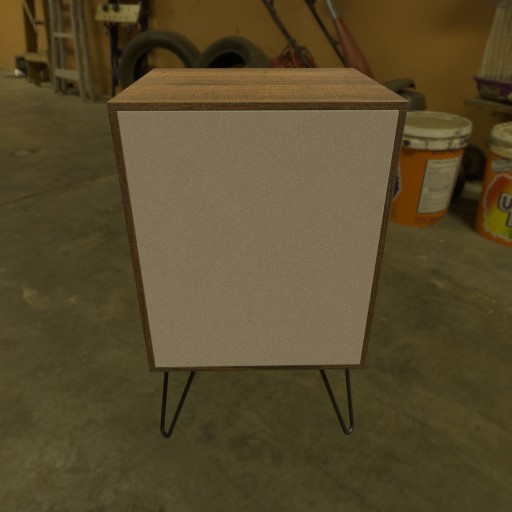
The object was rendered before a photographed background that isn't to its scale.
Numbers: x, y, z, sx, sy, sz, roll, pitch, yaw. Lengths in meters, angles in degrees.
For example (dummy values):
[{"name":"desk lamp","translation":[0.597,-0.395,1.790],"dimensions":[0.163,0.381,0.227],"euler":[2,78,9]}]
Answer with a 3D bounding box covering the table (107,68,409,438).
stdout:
[{"name":"table","translation":[0.000,0.000,1.171],"dimensions":[0.526,0.866,0.457],"euler":[-1,30,-1]}]
